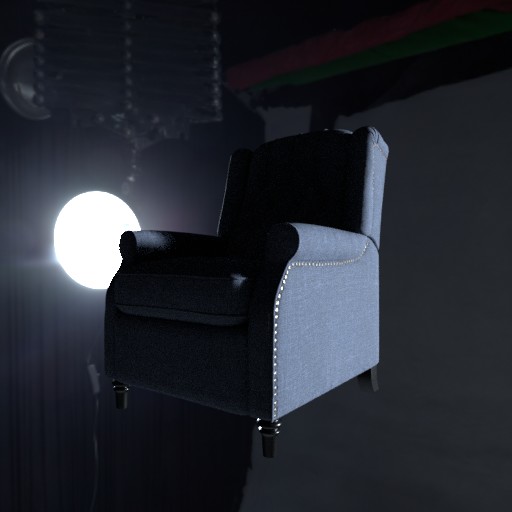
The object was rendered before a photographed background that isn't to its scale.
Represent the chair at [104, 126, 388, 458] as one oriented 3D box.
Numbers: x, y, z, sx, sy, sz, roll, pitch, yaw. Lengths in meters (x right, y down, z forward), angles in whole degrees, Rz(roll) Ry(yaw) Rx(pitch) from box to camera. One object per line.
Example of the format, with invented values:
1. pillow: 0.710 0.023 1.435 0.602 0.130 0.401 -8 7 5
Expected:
1. chair: 0.000 0.000 1.610 0.742 1.035 0.898 0 0 36
